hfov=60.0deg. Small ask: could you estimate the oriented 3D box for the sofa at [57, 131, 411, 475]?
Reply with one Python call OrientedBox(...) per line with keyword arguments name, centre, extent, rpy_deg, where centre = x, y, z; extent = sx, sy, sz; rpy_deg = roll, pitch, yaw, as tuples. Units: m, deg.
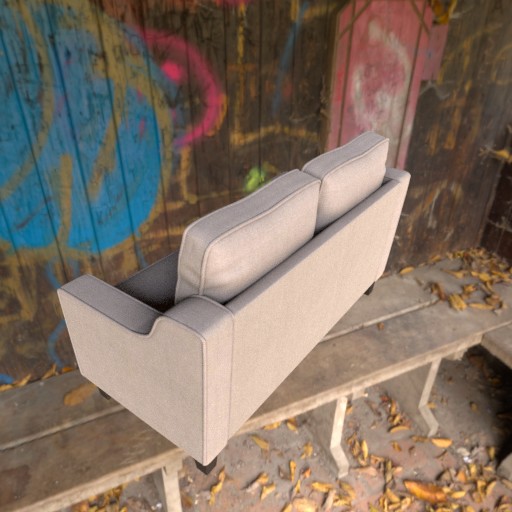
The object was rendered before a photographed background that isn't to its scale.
OrientedBox(name="sofa", centre=(0.000, 0.000, 2.000), extent=(0.791, 0.948, 1.500), rpy_deg=(21, 37, 31))
